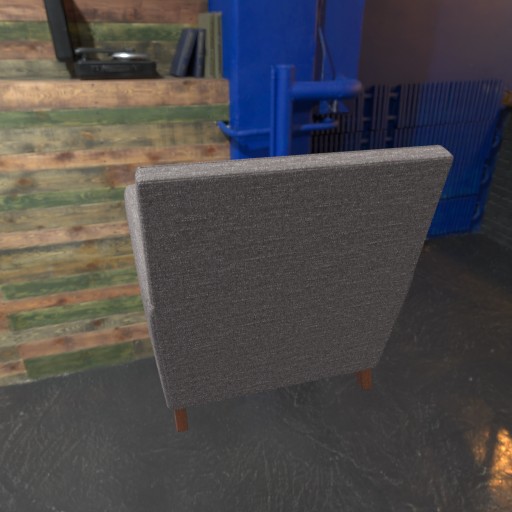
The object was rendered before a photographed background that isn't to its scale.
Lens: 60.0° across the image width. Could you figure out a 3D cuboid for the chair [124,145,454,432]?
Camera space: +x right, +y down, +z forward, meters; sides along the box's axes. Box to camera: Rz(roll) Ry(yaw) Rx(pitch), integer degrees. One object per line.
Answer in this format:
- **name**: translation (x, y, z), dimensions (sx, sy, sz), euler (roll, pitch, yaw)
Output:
- **chair**: translation (0.000, 0.000, 1.556), dimensions (0.838, 0.885, 0.875), euler (-7, 27, -15)
